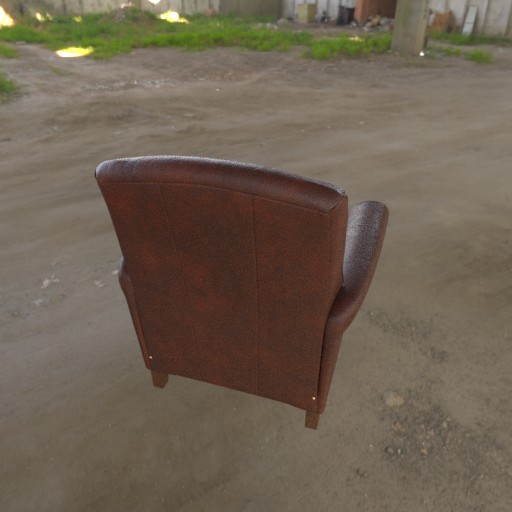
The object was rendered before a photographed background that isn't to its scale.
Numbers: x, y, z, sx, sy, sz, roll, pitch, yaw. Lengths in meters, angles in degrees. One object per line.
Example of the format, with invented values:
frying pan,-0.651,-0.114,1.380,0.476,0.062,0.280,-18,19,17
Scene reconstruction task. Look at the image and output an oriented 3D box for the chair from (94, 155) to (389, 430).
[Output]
chair,0.000,0.000,1.806,0.978,1.061,0.902,10,32,16
